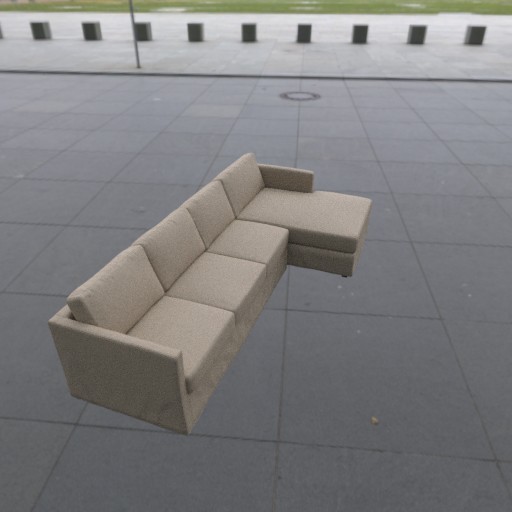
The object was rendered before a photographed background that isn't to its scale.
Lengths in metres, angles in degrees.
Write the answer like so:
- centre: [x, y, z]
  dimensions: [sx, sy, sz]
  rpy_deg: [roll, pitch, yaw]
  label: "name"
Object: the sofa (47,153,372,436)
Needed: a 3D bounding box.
- centre: [0.000, 0.000, 3.927]
  dimensions: [1.622, 0.867, 3.177]
  rpy_deg: [11, 33, 17]
  label: "sofa"
